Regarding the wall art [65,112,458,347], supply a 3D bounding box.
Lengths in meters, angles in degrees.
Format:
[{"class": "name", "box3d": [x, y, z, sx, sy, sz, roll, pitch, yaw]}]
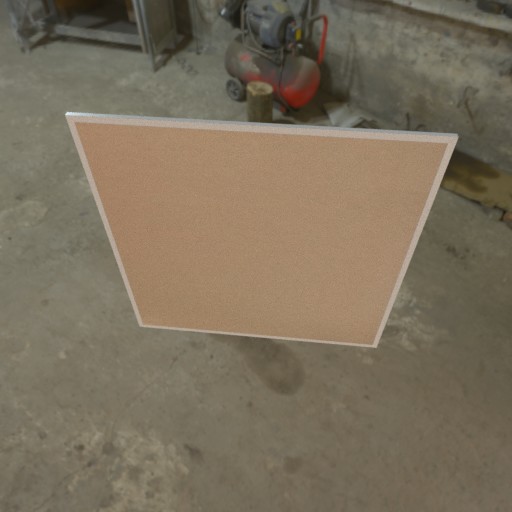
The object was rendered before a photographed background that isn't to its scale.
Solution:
[{"class": "wall art", "box3d": [0.000, 0.000, 1.212, 0.809, 0.809, 0.012, 4, 48, 4]}]
